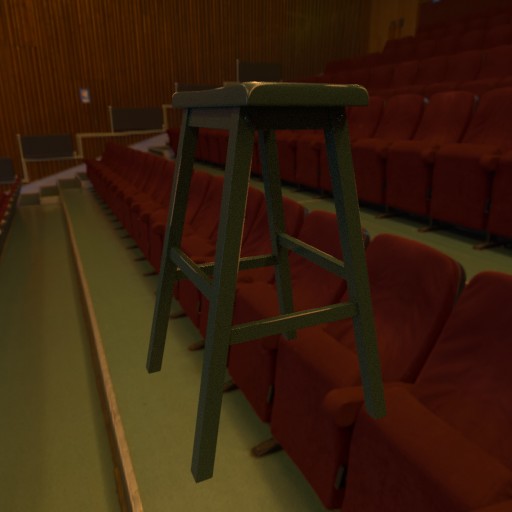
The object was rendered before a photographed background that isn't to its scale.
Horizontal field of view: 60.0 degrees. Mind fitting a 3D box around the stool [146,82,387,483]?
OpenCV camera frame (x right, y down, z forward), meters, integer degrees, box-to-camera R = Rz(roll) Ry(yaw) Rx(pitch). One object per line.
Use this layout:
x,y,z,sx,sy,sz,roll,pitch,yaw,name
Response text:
0.000,0.000,1.045,0.476,0.737,0.457,-8,20,-24,stool
